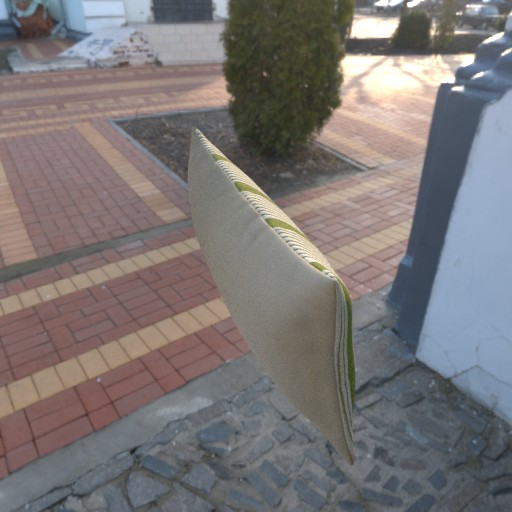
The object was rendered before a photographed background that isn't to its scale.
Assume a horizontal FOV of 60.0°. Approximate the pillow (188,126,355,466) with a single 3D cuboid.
[{"bbox_3d":[0.000,0.000,0.726,0.156,0.292,0.608,-10,32,-16],"label":"pillow"}]
